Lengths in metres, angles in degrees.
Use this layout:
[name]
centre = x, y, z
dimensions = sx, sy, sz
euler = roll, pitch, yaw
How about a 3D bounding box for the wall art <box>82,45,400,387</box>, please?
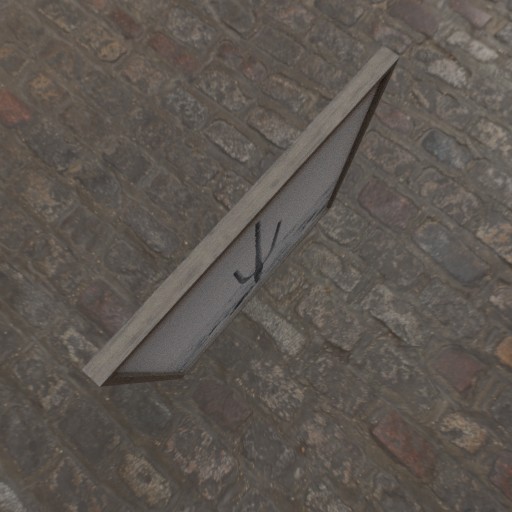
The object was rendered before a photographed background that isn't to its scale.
[wall art]
centre = 0.000, 0.000, 1.107
dimensions = 0.038, 0.762, 0.762
euler = 40, 79, 9
